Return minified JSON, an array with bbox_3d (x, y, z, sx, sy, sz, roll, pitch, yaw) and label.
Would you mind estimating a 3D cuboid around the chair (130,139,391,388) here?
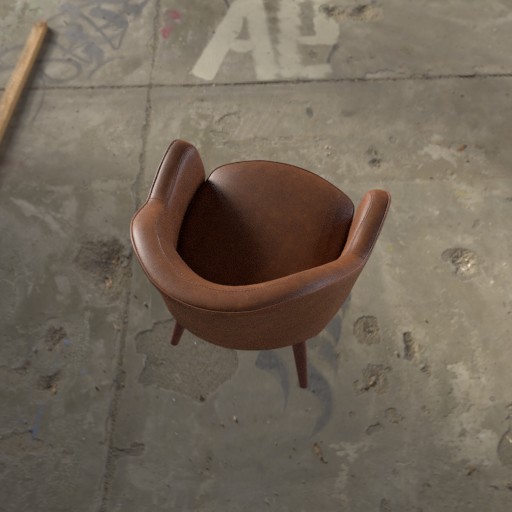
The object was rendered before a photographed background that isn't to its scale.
[{"bbox_3d":[0.000,0.000,1.206,0.591,0.777,0.640,16,63,8],"label":"chair"}]
